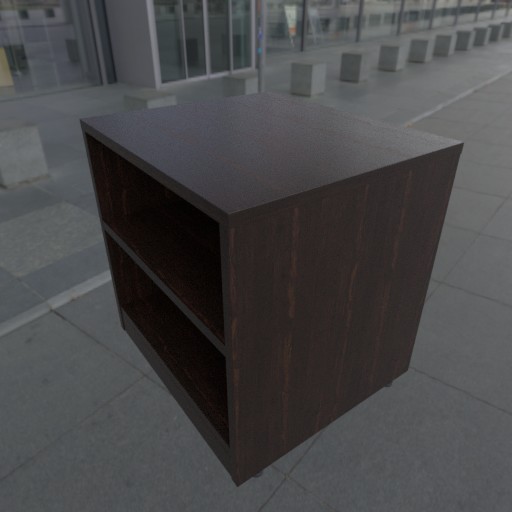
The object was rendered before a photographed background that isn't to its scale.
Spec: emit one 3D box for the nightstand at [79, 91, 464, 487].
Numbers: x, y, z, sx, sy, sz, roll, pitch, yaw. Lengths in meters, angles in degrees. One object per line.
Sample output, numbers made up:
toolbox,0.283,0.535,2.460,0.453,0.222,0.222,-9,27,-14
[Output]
nightstand,0.000,0.000,0.858,0.427,0.487,0.489,-21,37,-30
